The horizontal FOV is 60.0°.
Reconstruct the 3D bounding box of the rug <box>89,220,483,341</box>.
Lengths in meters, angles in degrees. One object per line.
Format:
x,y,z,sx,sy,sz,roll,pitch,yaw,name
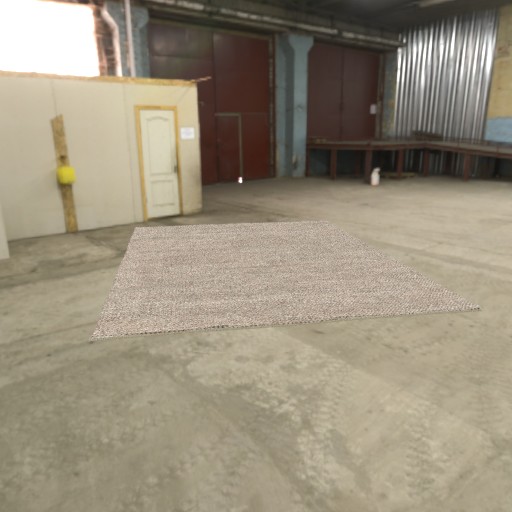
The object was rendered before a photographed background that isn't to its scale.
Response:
0.000,0.000,4.092,2.429,0.030,3.052,-3,16,-10,rug
